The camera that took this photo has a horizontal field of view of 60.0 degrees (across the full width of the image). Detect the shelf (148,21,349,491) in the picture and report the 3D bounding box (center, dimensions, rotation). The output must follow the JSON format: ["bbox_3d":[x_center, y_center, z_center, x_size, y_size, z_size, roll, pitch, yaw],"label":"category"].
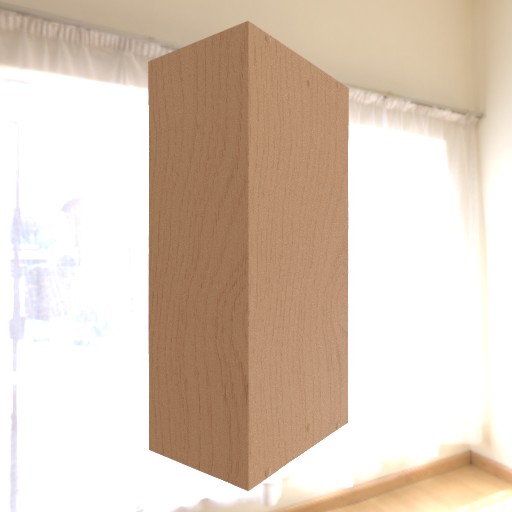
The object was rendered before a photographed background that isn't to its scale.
[{"bbox_3d":[0.000,0.000,0.739,0.200,0.600,0.290,0,0,37],"label":"shelf"}]
